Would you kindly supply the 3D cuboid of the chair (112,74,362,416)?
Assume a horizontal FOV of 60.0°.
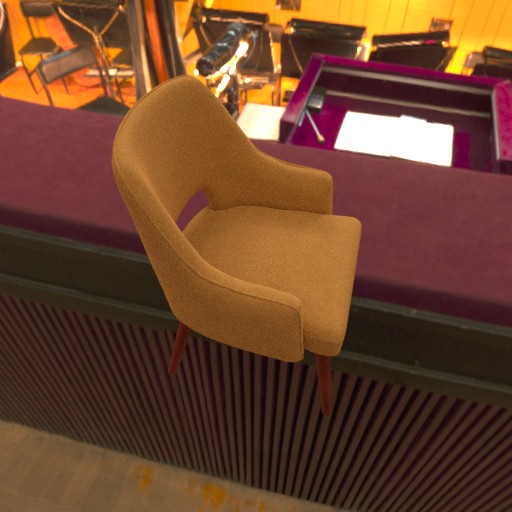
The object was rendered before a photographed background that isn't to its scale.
[{"bbox_3d":[0.000,0.000,1.272,0.605,0.849,0.548,11,48,10],"label":"chair"}]
